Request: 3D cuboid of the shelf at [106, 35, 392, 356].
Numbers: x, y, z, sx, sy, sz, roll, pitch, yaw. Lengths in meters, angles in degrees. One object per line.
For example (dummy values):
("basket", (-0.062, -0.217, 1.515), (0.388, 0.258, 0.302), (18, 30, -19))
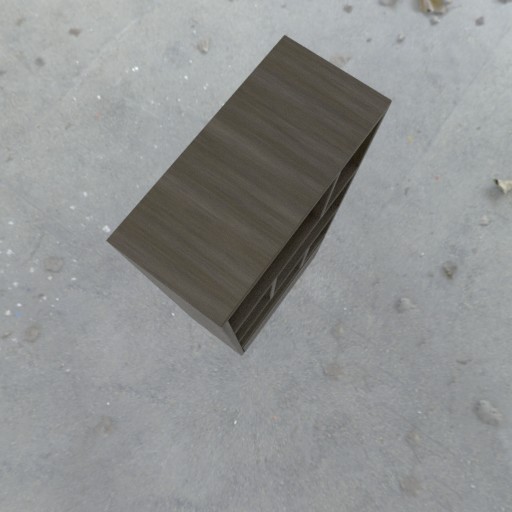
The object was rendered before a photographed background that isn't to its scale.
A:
("shelf", (0.000, 0.000, 1.758), (0.323, 1.545, 0.670), (36, 78, 9))
